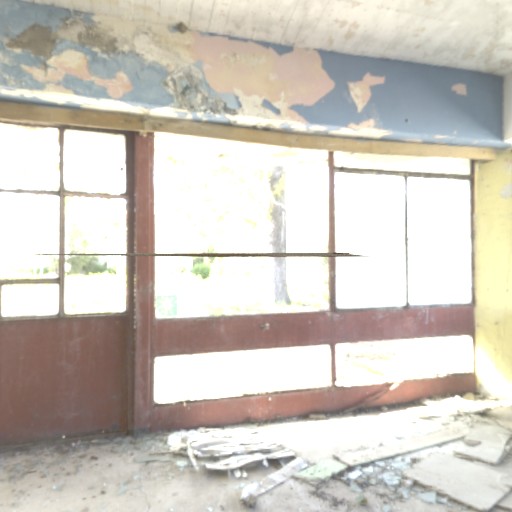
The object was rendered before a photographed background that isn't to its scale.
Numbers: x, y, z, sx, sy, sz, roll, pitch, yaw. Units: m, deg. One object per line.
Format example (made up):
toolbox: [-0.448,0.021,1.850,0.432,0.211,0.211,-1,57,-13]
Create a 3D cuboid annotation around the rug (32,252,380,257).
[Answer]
rug: [0.000,0.000,2.442,1.268,0.007,1.918,0,0,18]
